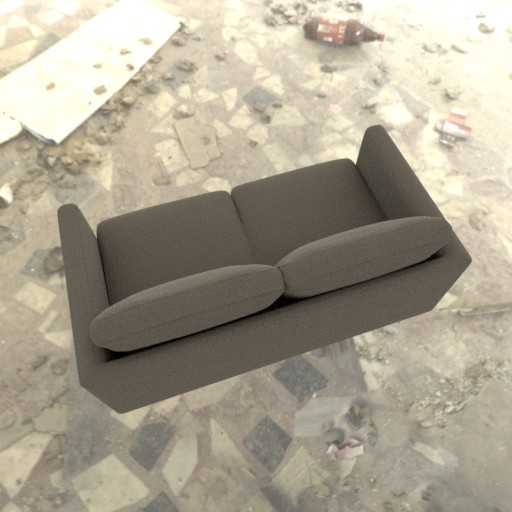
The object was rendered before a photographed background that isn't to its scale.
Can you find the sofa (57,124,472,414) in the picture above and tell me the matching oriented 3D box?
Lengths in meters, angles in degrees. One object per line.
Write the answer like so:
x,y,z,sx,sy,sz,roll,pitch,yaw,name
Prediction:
0.000,0.000,2.223,1.713,0.866,0.940,-16,61,-9,sofa
